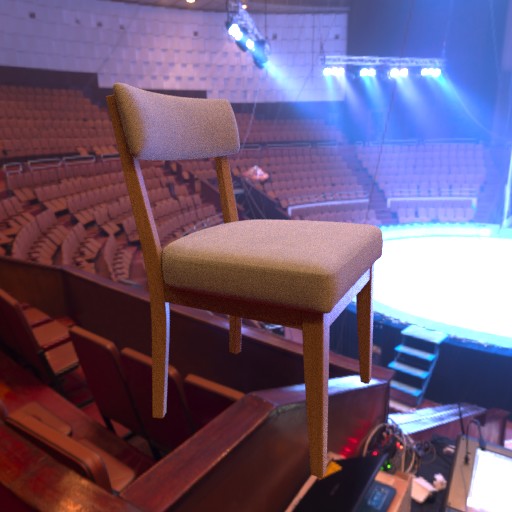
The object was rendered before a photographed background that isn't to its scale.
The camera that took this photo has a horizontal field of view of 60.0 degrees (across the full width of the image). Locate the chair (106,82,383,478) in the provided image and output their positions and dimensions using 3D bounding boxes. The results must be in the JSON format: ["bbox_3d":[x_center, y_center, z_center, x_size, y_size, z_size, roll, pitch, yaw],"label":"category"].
[{"bbox_3d":[0.000,0.000,1.165,0.572,0.832,0.508,7,16,26],"label":"chair"}]
